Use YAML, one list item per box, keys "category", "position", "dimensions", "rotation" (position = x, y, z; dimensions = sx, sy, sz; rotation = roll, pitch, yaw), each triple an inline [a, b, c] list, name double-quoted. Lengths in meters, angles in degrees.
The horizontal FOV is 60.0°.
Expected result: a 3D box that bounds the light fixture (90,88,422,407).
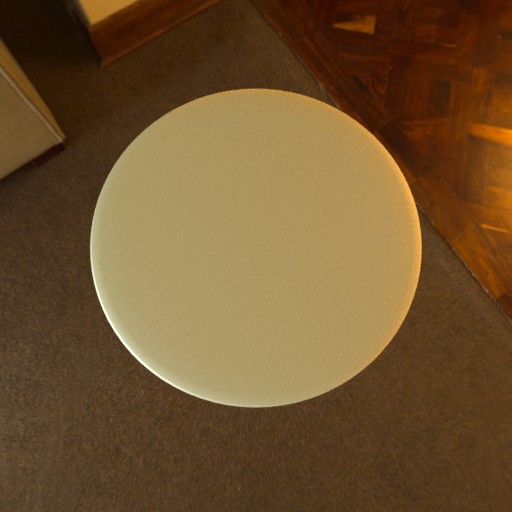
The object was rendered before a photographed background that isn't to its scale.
- category: "light fixture"
  position: [0.000, 0.000, 0.635]
  dimensions: [0.393, 0.229, 0.393]
  rotation: [0, 76, 0]
